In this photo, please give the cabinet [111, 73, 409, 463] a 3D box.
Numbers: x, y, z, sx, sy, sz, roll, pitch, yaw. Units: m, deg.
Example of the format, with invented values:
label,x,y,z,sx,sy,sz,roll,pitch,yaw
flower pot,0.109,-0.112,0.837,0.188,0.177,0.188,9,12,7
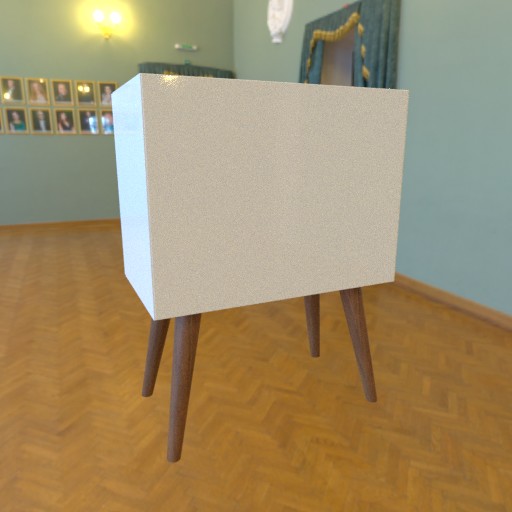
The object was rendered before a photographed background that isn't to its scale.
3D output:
label,x,y,z,sx,sy,sz,roll,pitch,yaw
cabinet,0.000,0.000,1.105,0.591,0.772,0.344,-7,16,-24
